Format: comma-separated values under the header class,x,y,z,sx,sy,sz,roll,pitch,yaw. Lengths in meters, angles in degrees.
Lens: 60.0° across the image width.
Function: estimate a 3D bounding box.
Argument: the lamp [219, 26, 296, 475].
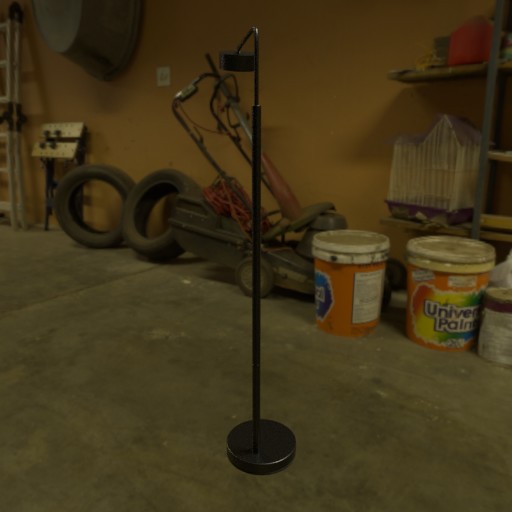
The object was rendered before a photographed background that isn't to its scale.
class,x,y,z,sx,sy,sz,roll,pitch,yaw
lamp,0.000,0.000,1.353,0.219,1.230,0.418,-2,15,-9
